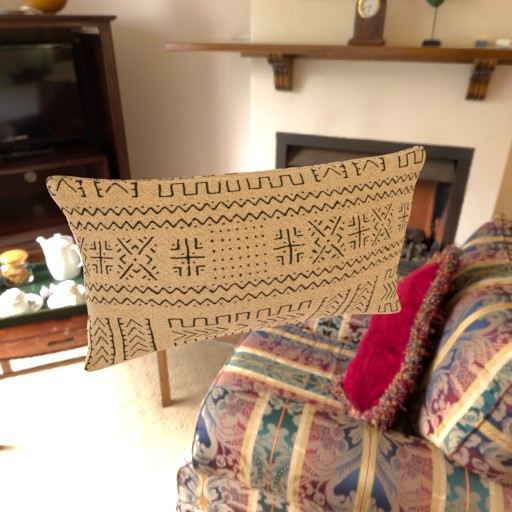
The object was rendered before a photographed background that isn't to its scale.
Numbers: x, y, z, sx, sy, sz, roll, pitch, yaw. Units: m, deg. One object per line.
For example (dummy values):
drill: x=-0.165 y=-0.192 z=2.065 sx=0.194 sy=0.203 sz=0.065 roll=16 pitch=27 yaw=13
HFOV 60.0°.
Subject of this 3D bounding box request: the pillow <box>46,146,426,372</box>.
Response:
pillow: x=0.000 y=0.000 z=0.792 sx=0.637 sy=0.352 sz=0.188 roll=-8 pitch=28 yaw=-16
